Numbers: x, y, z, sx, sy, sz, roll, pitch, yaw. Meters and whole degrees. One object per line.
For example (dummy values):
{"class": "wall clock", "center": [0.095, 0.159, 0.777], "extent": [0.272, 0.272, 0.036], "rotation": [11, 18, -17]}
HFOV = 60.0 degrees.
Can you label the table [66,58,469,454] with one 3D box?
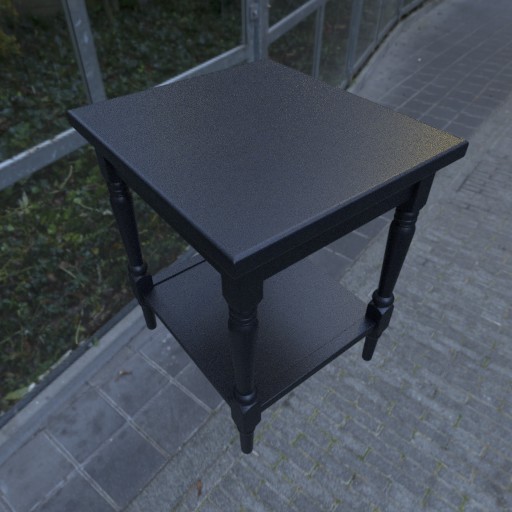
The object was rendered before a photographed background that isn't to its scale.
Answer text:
{"class": "table", "center": [0.000, 0.000, 0.899], "extent": [0.442, 0.565, 0.488], "rotation": [-27, 48, -27]}
